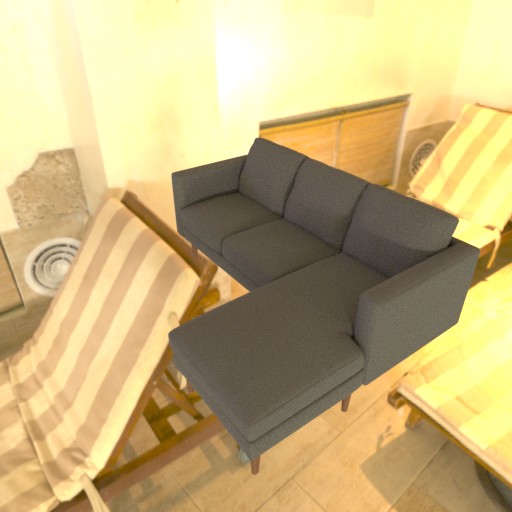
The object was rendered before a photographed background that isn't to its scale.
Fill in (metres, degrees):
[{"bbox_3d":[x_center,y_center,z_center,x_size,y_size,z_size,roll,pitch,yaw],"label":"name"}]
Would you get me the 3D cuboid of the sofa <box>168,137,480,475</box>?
[{"bbox_3d":[0.000,0.000,2.842,1.591,0.897,2.031,-21,38,-30],"label":"sofa"}]
